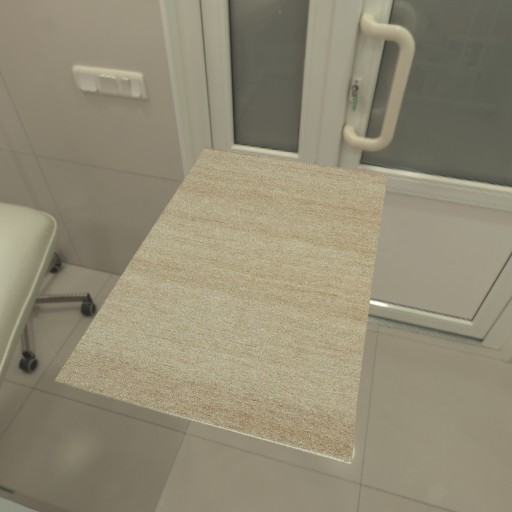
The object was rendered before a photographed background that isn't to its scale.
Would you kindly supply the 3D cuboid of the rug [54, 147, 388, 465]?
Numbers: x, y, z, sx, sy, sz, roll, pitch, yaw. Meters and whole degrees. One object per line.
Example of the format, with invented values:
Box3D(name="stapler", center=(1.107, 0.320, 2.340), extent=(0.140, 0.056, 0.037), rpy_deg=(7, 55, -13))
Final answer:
Box3D(name="rug", center=(0.000, 0.000, 2.974), extent=(1.574, 0.029, 2.346), rpy_deg=(12, 47, 11))
